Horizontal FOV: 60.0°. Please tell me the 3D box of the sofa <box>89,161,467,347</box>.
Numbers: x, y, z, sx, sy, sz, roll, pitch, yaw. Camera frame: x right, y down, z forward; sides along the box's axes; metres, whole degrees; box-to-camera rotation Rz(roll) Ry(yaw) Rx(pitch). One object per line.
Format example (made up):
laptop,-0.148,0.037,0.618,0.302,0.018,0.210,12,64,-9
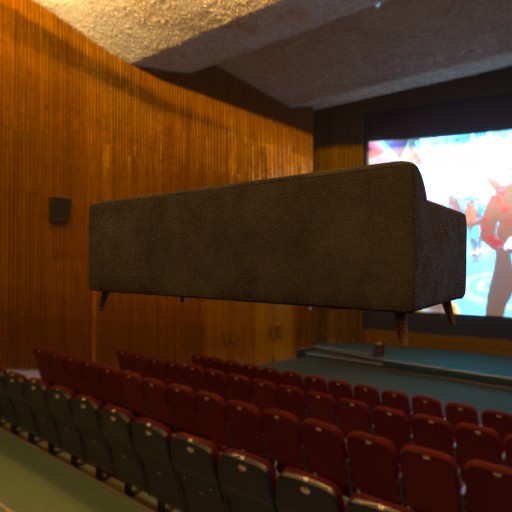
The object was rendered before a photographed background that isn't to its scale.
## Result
sofa,0.000,0.000,2.693,2.190,0.740,0.900,0,-1,37
